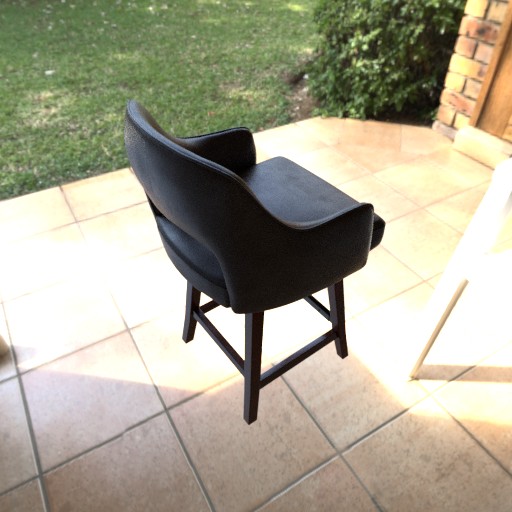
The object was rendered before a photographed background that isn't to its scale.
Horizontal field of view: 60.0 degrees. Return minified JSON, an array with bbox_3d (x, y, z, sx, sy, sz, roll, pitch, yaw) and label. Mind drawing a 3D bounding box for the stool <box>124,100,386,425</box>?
[{"bbox_3d":[0.000,0.000,1.295,0.560,0.936,0.550,-26,48,-27],"label":"stool"}]
